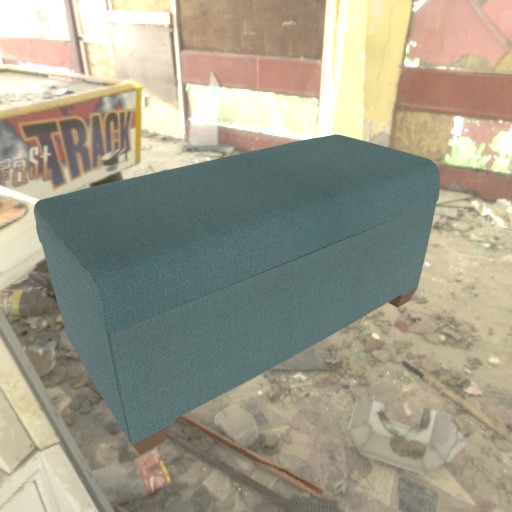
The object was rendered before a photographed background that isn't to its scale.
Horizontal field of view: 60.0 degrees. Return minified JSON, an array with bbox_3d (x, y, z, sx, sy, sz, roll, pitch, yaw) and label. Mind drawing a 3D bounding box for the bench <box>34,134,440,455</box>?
[{"bbox_3d":[0.000,0.000,1.221,0.995,0.474,0.476,-21,36,-31],"label":"bench"}]
